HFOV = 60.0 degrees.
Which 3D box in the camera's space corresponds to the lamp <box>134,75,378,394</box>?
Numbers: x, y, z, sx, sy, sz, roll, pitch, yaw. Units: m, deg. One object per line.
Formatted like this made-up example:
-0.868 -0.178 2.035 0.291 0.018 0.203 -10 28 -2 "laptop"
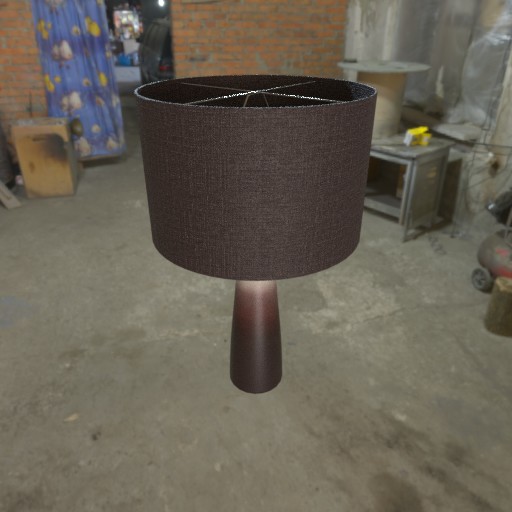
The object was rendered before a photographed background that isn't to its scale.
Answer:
0.000 0.000 0.681 0.303 0.488 0.303 0 28 0 "lamp"
